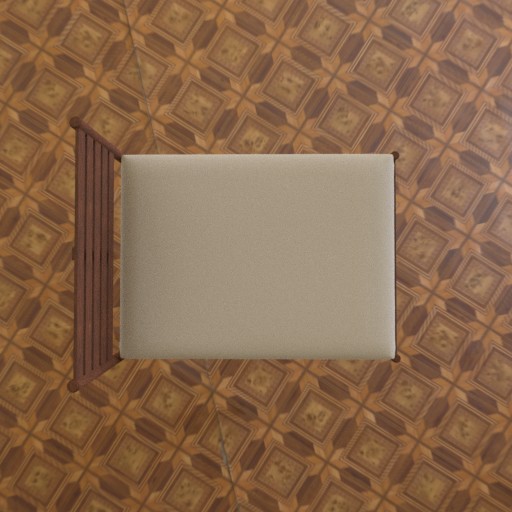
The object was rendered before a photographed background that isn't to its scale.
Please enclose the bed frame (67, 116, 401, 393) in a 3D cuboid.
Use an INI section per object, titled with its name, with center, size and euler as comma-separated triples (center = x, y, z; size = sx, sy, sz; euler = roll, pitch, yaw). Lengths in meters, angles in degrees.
[bed frame]
center = 0.000, 0.000, 3.288
size = 2.234, 1.321, 1.655
euler = 0, 89, 1
